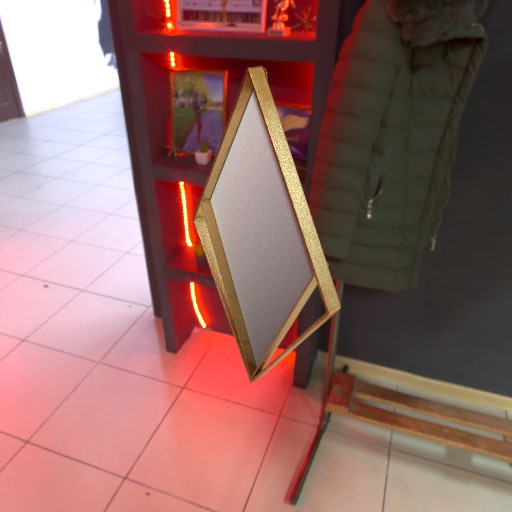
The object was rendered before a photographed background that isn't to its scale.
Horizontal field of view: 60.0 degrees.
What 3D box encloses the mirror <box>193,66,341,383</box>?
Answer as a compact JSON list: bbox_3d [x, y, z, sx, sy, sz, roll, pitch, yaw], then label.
[{"bbox_3d":[0.000,0.000,0.855,0.032,0.679,0.419,-22,38,-32],"label":"mirror"}]
